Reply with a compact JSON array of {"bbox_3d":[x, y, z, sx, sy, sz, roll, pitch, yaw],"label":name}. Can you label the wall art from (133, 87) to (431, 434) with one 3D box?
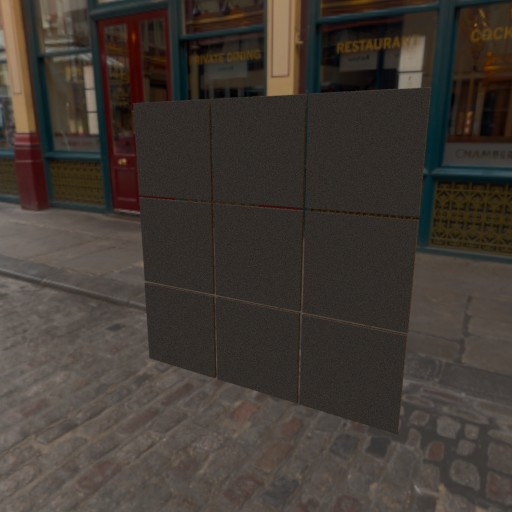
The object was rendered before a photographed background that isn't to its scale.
[{"bbox_3d":[0.000,0.000,2.241,1.527,1.521,0.017,8,17,28],"label":"wall art"}]
